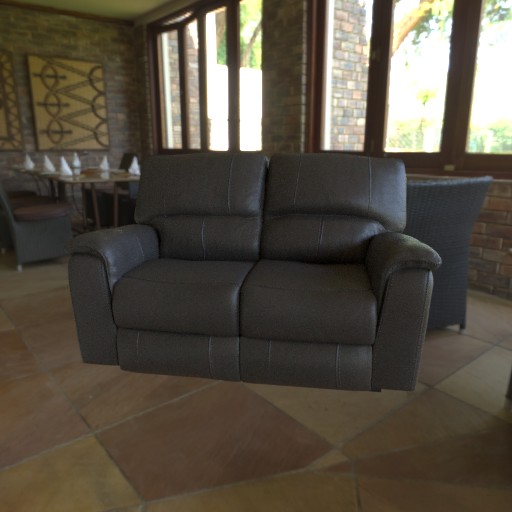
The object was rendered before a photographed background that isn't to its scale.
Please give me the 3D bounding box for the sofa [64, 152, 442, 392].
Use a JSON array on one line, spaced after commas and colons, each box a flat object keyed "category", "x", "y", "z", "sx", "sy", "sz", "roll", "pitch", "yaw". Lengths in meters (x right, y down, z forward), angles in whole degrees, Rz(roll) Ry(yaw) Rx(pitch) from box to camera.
[{"category": "sofa", "x": 0.000, "y": 0.000, "z": 2.477, "sx": 1.765, "sy": 1.111, "sz": 1.104, "roll": 2, "pitch": 14, "yaw": 9}]
